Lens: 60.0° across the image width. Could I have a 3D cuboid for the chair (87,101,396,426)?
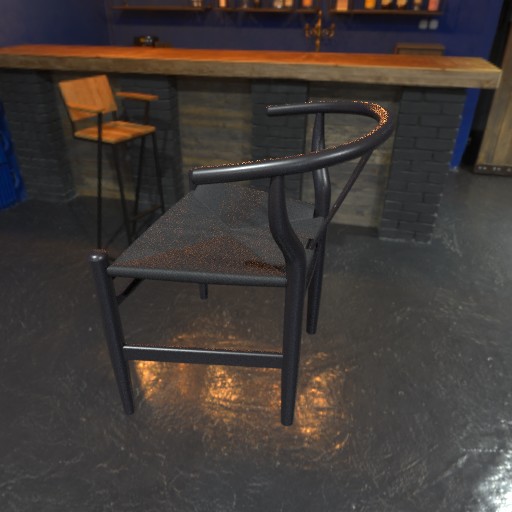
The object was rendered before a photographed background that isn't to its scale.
[{"bbox_3d":[0.000,0.000,1.132,0.579,0.730,0.569,8,31,14],"label":"chair"}]
